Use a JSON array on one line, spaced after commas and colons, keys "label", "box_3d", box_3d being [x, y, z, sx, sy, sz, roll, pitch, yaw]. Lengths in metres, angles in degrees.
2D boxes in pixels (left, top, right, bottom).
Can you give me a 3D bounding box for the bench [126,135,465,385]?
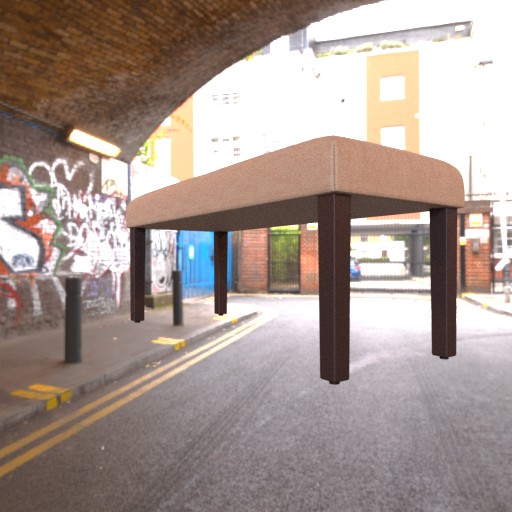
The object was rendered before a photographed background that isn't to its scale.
[{"label": "bench", "box_3d": [0.000, 0.000, 1.261, 0.407, 0.456, 1.013, 0, -1, -36]}]
